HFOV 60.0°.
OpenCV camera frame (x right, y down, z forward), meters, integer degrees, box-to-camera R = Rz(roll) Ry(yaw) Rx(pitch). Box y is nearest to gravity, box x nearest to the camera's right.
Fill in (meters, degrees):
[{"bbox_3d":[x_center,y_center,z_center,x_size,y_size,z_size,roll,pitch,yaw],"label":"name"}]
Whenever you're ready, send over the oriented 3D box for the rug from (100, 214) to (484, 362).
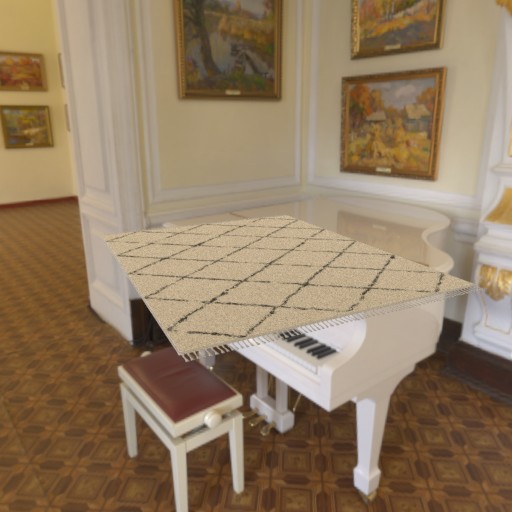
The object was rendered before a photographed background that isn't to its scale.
[{"bbox_3d":[0.000,0.000,4.155,2.380,0.013,3.051,-8,19,-25],"label":"rug"}]
